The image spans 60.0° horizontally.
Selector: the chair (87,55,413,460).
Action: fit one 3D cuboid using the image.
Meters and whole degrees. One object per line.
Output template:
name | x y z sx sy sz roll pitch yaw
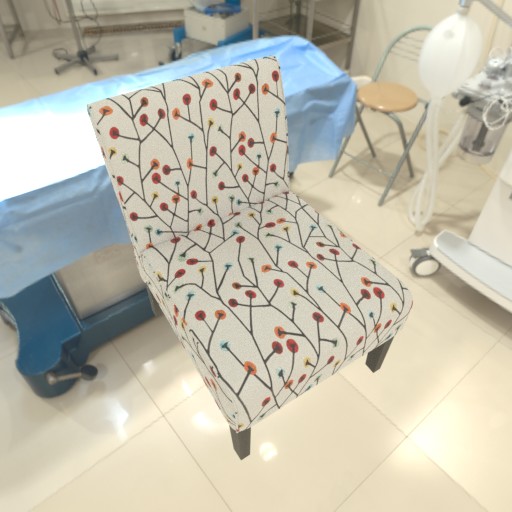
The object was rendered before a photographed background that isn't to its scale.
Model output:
chair | 0.000 0.000 1.304 0.597 0.813 0.732 -25 51 -22
